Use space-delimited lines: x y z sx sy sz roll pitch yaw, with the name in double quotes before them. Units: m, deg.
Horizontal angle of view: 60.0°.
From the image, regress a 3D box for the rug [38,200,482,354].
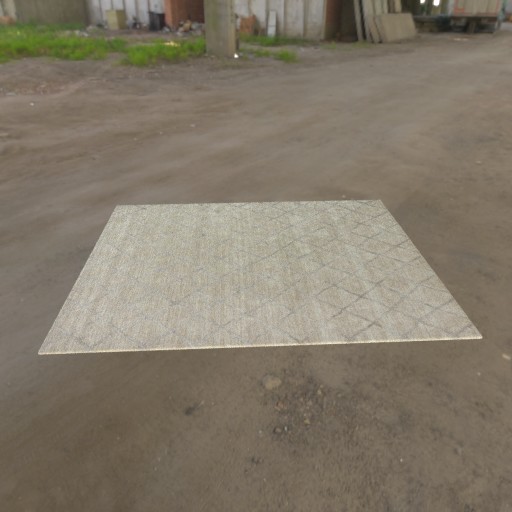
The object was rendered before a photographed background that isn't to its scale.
"rug" 0.000 0.000 4.065 3.038 0.019 2.420 -2 30 -3
